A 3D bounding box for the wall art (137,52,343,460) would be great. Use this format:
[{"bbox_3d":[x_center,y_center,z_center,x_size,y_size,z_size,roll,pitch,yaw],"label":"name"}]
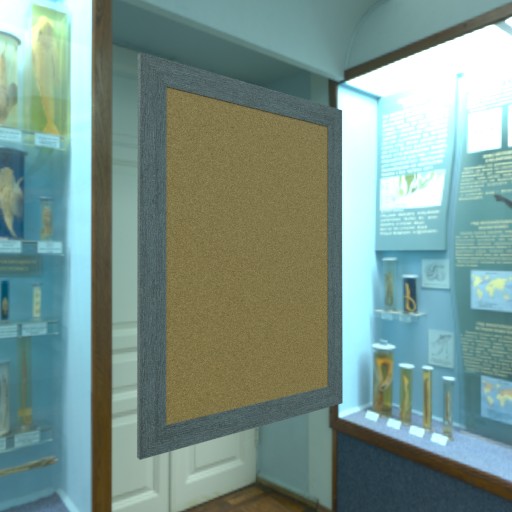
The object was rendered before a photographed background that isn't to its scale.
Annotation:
[{"bbox_3d":[0.000,0.000,1.398,0.768,1.070,0.020,0,0,-36],"label":"wall art"}]
